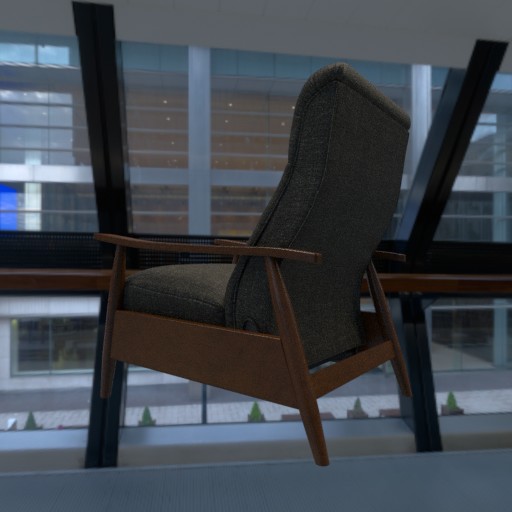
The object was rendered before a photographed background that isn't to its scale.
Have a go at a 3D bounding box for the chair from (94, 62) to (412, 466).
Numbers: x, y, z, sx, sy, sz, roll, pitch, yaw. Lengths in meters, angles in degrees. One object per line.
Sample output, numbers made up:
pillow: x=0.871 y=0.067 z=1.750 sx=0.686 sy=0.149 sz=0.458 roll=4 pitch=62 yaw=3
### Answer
chair: x=0.000 y=0.000 z=1.717 sx=1.014 sy=1.082 sz=0.762 roll=0 pitch=0 yaw=36
